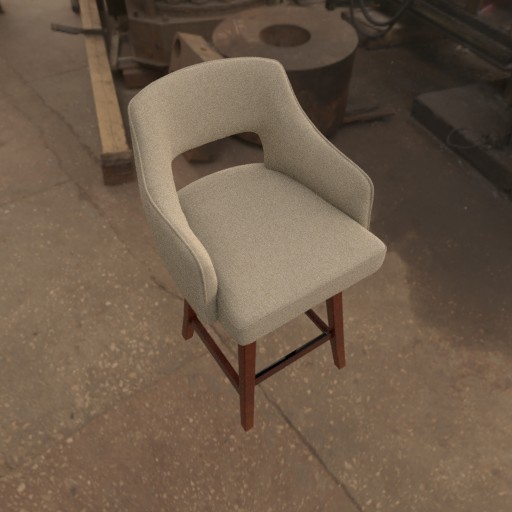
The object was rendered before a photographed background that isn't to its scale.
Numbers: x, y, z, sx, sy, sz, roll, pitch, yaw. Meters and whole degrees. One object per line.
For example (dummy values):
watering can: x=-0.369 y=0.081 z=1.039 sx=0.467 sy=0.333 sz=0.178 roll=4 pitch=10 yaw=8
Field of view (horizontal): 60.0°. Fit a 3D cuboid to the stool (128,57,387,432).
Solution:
stool: x=0.000 y=0.000 z=1.302 sx=0.550 sy=0.936 sz=0.560 roll=-26 pitch=52 yaw=-23
